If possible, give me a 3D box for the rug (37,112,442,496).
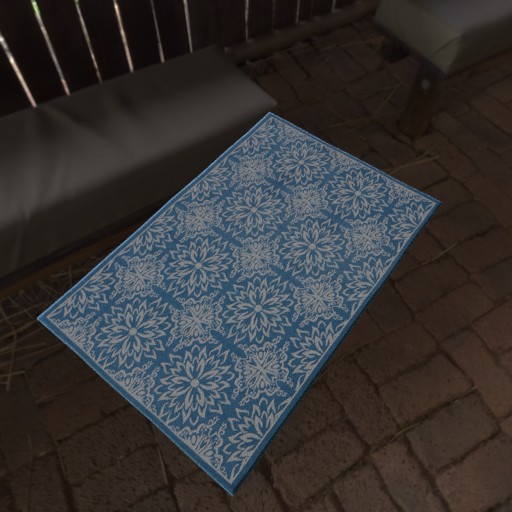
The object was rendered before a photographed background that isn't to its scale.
[{"bbox_3d":[0.000,0.000,3.459,1.830,0.018,2.769,34,64,19],"label":"rug"}]
